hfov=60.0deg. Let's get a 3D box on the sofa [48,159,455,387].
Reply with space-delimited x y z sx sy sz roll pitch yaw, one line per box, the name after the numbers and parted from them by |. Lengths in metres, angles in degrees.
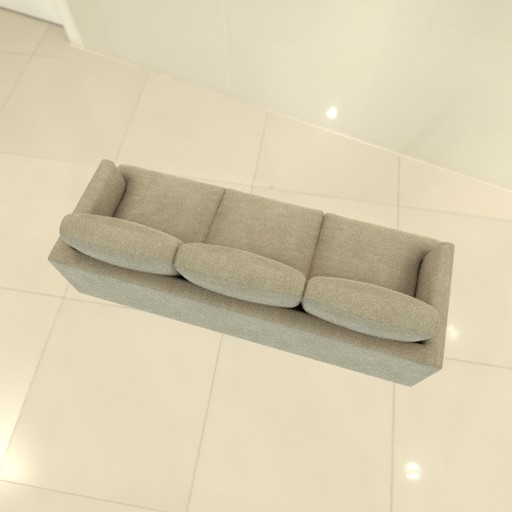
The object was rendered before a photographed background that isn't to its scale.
0.000 0.000 2.743 2.246 0.930 0.903 15 65 7 | sofa
